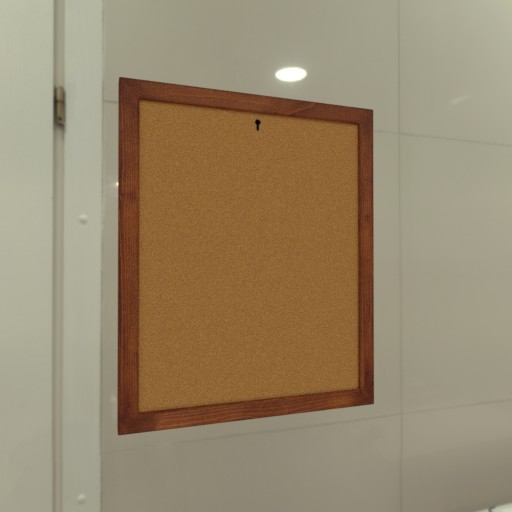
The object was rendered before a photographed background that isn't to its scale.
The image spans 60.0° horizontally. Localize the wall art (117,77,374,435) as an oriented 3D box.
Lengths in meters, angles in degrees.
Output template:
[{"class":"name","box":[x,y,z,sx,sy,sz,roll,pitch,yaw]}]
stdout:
[{"class":"wall art","box":[0.000,0.000,0.777,0.462,0.558,0.030,0,-1,-19]}]
